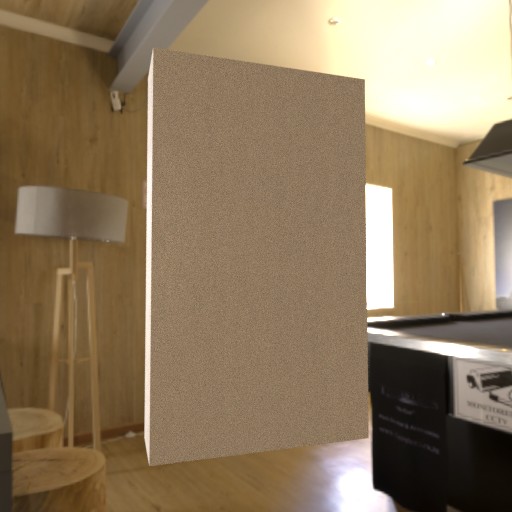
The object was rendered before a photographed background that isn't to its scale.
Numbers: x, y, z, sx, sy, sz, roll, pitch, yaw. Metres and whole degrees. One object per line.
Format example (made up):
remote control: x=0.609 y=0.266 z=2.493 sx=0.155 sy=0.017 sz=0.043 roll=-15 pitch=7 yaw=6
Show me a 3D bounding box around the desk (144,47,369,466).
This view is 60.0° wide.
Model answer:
desk: x=0.000 y=0.000 z=1.586 sx=0.750 sy=1.280 sz=0.250 roll=1 pitch=-2 yaw=-18
